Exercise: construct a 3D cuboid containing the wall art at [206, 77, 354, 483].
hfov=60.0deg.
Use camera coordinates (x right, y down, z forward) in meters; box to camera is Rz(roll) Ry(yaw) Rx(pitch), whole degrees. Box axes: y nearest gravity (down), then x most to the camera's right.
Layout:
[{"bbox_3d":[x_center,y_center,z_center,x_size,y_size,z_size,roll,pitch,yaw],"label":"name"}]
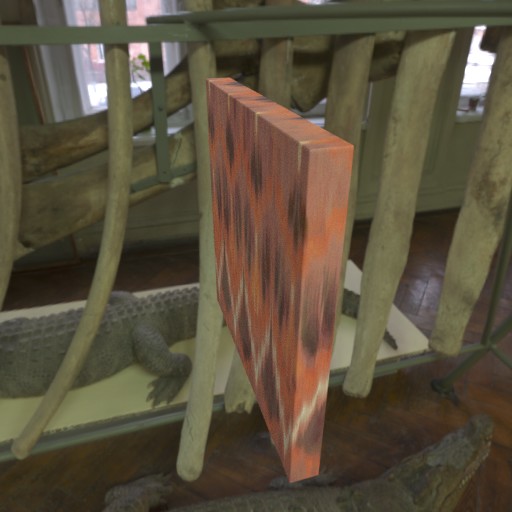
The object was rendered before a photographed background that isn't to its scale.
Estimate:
[{"bbox_3d":[0.000,0.000,0.607,0.038,0.406,0.403,-8,30,-15],"label":"wall art"}]
